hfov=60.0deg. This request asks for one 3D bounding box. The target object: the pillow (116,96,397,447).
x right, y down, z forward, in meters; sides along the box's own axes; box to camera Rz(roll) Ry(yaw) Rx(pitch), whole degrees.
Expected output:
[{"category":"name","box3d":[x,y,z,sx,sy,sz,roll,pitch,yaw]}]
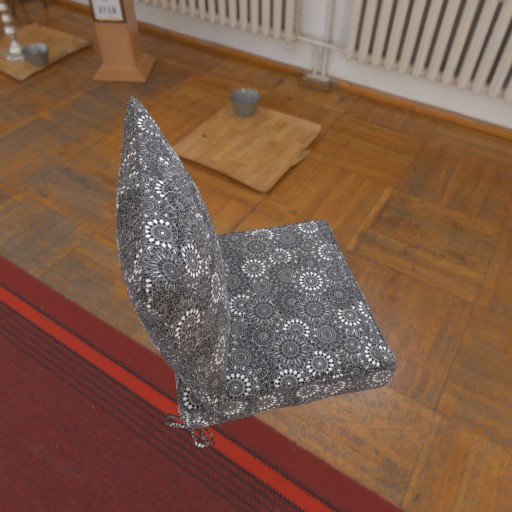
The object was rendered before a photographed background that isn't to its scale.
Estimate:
[{"category":"pillow","box3d":[0.000,0.000,1.330,0.740,0.722,0.798,-9,47,-9]}]
